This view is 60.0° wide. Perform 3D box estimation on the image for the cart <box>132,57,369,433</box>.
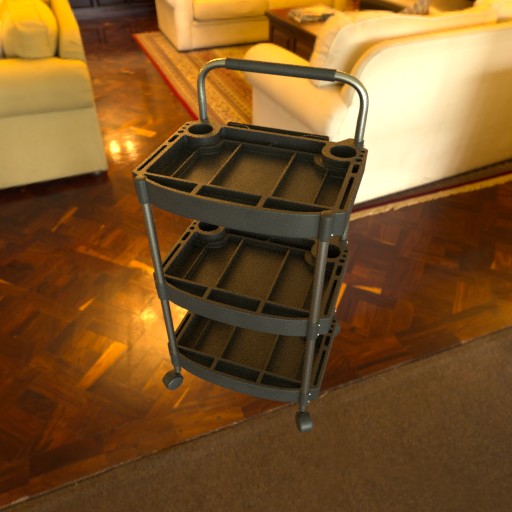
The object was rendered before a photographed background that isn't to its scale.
[{"bbox_3d":[0.000,0.000,1.426,0.584,1.075,0.518,13,42,15],"label":"cart"}]
